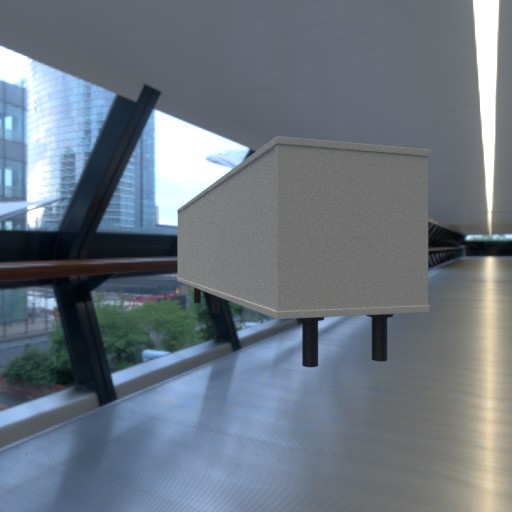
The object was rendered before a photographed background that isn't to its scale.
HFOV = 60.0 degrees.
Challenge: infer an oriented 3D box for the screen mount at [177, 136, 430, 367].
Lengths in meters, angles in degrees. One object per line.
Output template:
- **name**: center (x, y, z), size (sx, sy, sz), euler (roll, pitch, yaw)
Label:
- **screen mount**: center (0.000, 0.000, 1.790), size (0.418, 0.520, 1.600), euler (0, 0, -18)
